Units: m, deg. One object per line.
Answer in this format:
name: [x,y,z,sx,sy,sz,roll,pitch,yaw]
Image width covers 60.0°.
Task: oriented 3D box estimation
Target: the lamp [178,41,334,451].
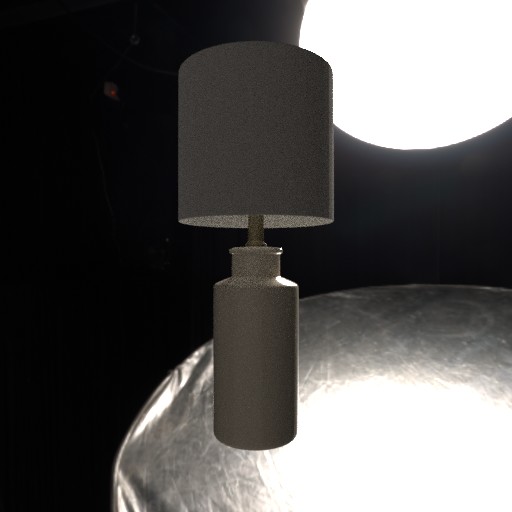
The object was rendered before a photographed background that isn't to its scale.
lamp: [0.000,0.000,0.613,0.212,0.493,0.212,0,0,20]
